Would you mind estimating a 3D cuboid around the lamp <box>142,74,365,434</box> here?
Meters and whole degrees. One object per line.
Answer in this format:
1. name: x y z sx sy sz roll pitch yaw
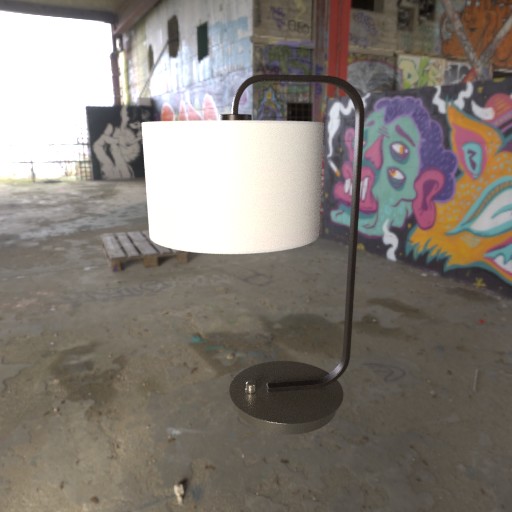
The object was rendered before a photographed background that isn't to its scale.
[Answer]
1. lamp: 0.000 0.000 0.621 0.288 0.473 0.230 -2 15 -7
